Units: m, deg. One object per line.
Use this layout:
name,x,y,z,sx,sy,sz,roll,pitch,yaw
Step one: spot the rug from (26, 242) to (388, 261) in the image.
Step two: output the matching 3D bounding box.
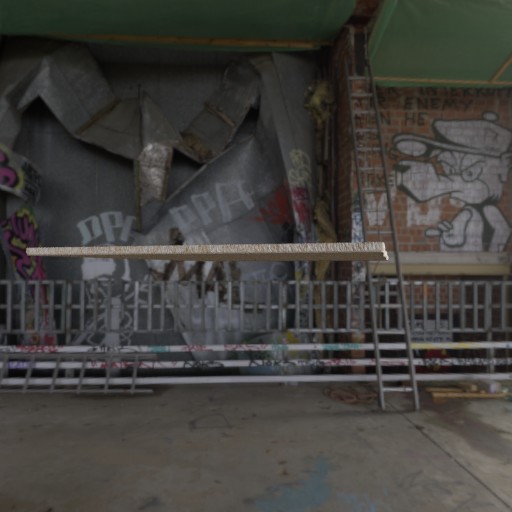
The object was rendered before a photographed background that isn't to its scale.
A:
rug,0.000,0.000,2.115,1.200,0.027,1.600,0,-2,17
